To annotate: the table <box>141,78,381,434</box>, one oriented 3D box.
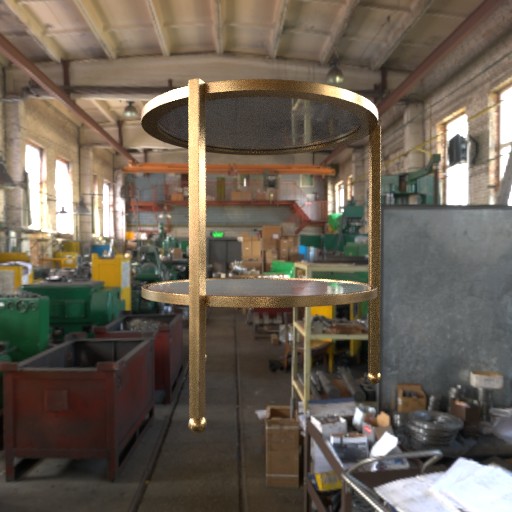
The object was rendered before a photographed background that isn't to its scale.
[{"bbox_3d":[0.000,0.000,0.454,0.231,0.269,0.243,-1,1,-36],"label":"table"}]
